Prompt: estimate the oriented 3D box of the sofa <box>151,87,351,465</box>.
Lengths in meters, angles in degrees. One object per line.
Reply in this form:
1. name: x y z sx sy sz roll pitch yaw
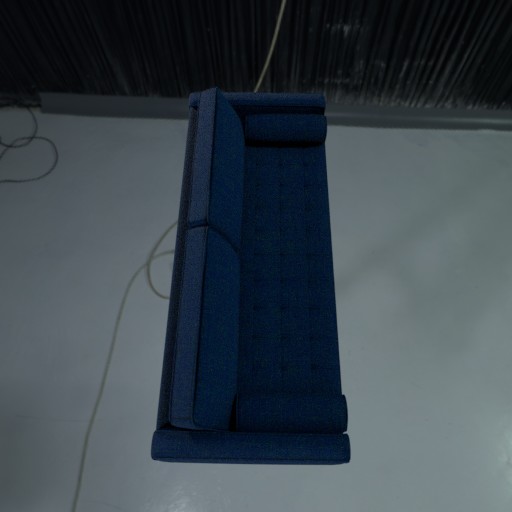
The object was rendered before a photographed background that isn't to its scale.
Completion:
1. sofa: 0.000 0.000 2.600 0.914 0.762 2.210 1 64 0
